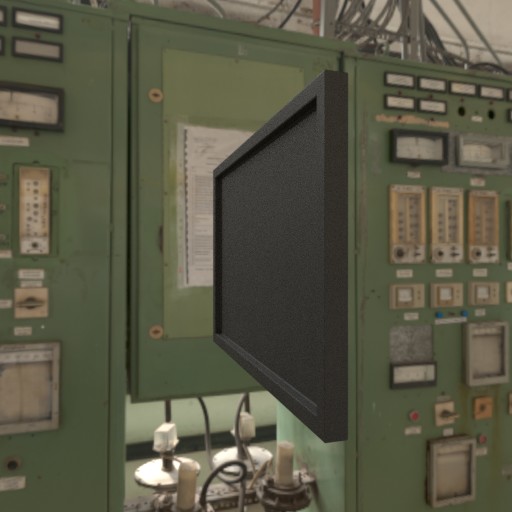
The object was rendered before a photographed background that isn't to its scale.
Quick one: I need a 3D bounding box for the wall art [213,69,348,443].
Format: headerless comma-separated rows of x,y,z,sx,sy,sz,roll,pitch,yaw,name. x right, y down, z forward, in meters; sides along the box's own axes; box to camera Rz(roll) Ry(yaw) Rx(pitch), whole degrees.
0.000,0.000,0.572,0.021,0.301,0.443,0,0,-17,wall art
